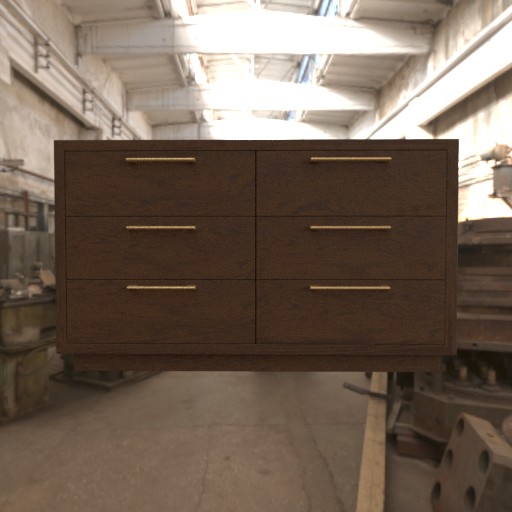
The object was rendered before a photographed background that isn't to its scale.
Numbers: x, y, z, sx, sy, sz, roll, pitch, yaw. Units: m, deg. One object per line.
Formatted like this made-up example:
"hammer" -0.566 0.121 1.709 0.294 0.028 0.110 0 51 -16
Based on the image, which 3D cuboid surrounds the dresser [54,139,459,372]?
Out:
"dresser" 0.000 0.000 1.897 1.523 0.889 0.512 0 2 1
